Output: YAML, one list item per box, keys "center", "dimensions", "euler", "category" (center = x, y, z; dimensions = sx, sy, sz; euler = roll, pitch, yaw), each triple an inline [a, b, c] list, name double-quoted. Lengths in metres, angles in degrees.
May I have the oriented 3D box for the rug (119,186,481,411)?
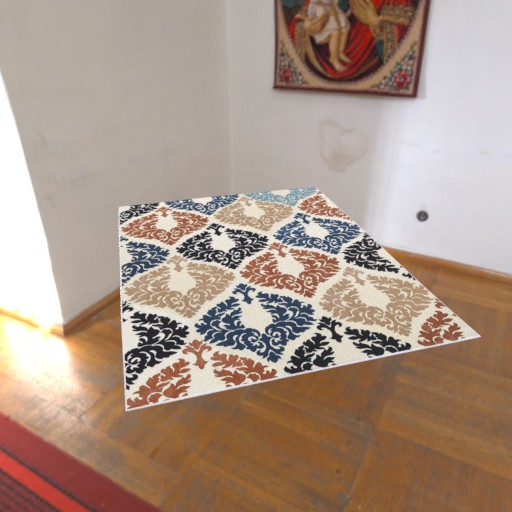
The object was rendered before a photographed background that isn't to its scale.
- center: [0.000, 0.000, 4.084]
  dimensions: [2.423, 0.014, 3.040]
  euler: [-8, 31, -14]
  category: "rug"
